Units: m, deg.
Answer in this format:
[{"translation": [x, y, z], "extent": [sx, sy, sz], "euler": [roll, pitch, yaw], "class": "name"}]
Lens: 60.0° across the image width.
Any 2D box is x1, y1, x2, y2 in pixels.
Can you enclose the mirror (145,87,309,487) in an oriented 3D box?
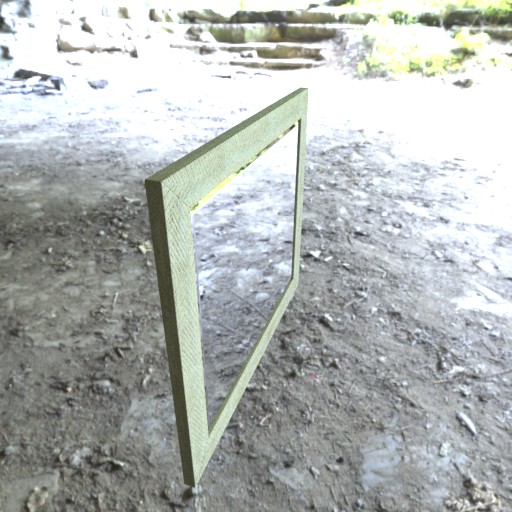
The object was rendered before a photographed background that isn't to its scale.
[{"translation": [0.000, 0.000, 1.122], "extent": [0.028, 0.689, 0.839], "euler": [10, 31, 17], "class": "mirror"}]
